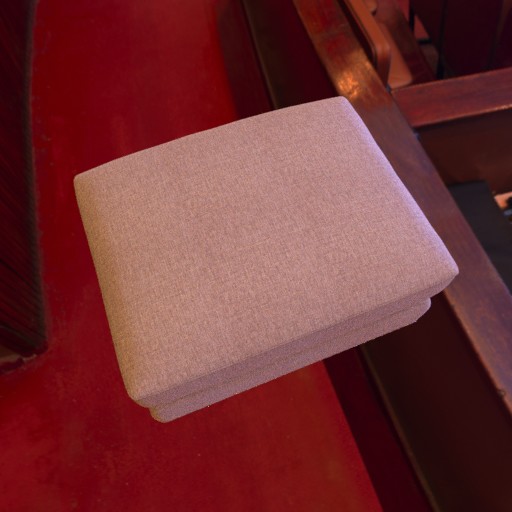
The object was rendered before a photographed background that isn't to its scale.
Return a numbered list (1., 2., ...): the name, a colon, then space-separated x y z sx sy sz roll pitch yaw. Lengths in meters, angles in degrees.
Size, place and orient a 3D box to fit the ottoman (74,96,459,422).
1. ottoman: 0.000 0.000 1.167 0.741 0.513 0.584 -19 65 -9
